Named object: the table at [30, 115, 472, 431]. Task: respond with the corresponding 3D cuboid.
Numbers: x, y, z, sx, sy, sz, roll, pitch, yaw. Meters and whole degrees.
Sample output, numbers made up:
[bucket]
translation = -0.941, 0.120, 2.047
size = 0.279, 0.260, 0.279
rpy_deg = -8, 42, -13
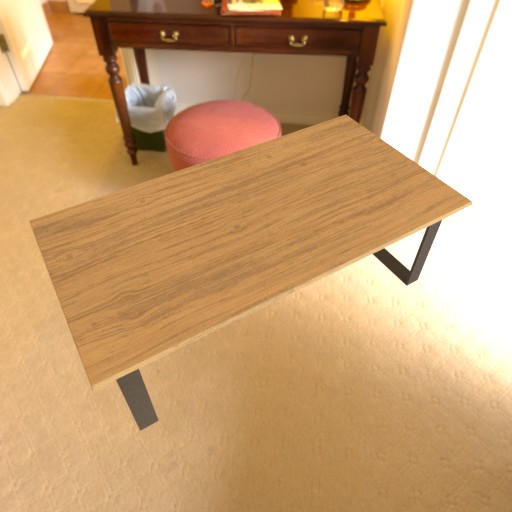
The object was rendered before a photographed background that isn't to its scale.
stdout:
[table]
translation = 0.000, 0.000, 1.652
size = 1.331, 0.445, 0.693
rpy_deg = -24, 51, -21
